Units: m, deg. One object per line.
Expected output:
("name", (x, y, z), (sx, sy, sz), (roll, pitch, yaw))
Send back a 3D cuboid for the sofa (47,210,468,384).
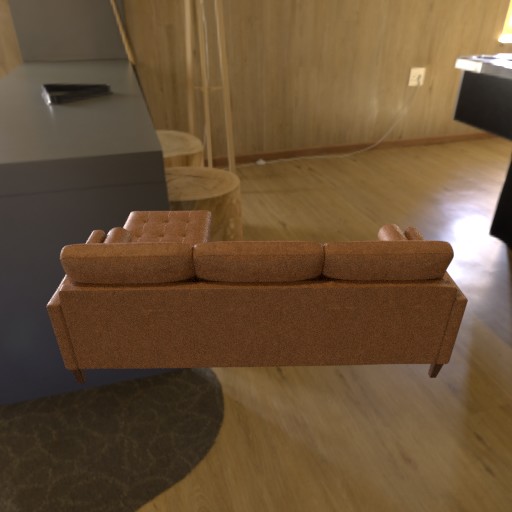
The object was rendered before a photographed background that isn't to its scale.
("sofa", (0.000, 0.000, 2.989), (2.178, 0.876, 1.506), (-1, 31, -1))
